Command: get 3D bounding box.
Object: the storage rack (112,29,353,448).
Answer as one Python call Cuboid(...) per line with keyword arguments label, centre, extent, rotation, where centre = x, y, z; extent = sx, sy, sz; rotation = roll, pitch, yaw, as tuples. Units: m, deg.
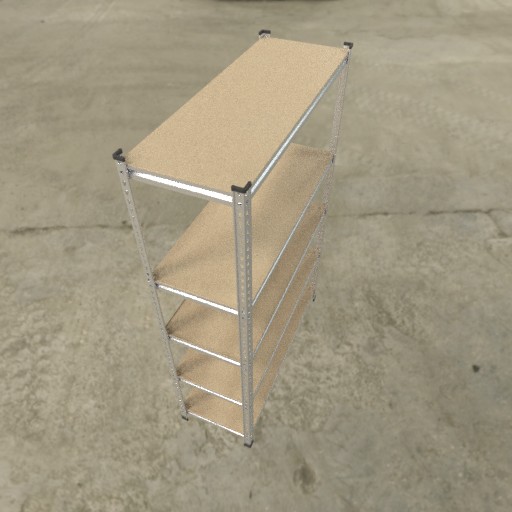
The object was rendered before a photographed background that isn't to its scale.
Cuboid(label="storage rack", centre=(0.000, 0.000, 2.351), extent=(0.457, 1.829, 1.219), rotation=(17, 48, 16))
